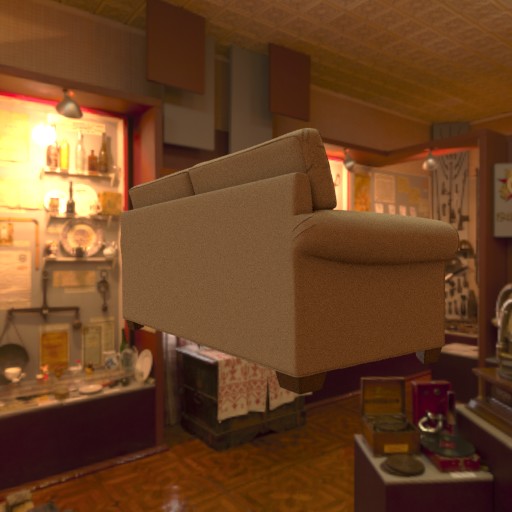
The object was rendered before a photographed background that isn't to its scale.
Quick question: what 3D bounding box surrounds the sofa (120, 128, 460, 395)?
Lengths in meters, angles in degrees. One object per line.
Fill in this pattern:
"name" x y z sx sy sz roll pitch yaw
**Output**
"sofa" 0.000 0.000 2.458 0.940 0.952 1.930 0 0 -36
